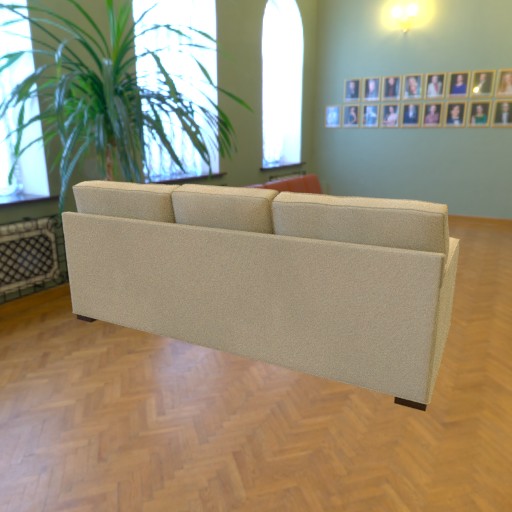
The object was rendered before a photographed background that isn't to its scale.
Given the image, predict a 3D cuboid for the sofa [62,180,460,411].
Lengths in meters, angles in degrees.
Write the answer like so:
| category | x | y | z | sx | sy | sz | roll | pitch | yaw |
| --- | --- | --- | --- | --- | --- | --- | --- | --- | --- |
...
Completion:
| category | x | y | z | sx | sy | sz | roll | pitch | yaw |
| --- | --- | --- | --- | --- | --- | --- | --- | --- | --- |
| sofa | 0.000 | 0.000 | 2.569 | 2.088 | 0.862 | 0.935 | 8 | 17 | 27 |
